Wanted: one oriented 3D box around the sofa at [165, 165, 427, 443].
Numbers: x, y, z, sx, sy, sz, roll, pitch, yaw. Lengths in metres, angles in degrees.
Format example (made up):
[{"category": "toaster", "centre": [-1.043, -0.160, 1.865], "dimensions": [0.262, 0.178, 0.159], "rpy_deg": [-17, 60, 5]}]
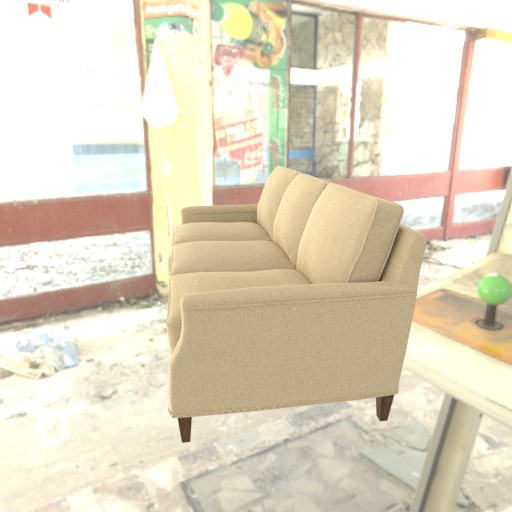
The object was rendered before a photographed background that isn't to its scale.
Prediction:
[{"category": "sofa", "centre": [0.000, 0.000, 2.829], "dimensions": [1.084, 1.003, 2.246], "rpy_deg": [-3, 16, -9]}]
